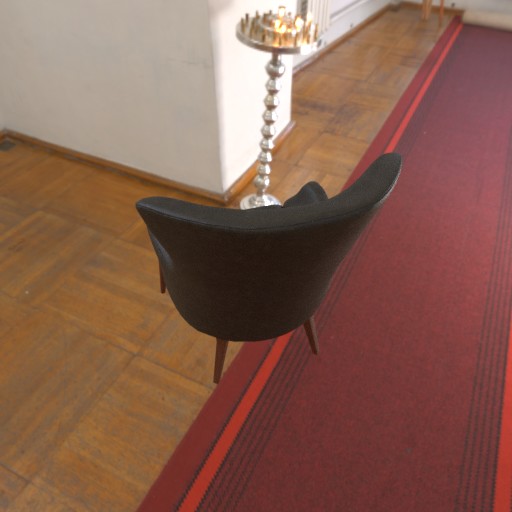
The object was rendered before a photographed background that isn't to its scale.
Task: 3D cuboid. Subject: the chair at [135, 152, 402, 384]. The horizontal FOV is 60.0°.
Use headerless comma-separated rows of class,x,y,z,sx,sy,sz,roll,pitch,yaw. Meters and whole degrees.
chair,0.000,0.000,1.750,0.819,1.068,0.954,-13,44,-14
